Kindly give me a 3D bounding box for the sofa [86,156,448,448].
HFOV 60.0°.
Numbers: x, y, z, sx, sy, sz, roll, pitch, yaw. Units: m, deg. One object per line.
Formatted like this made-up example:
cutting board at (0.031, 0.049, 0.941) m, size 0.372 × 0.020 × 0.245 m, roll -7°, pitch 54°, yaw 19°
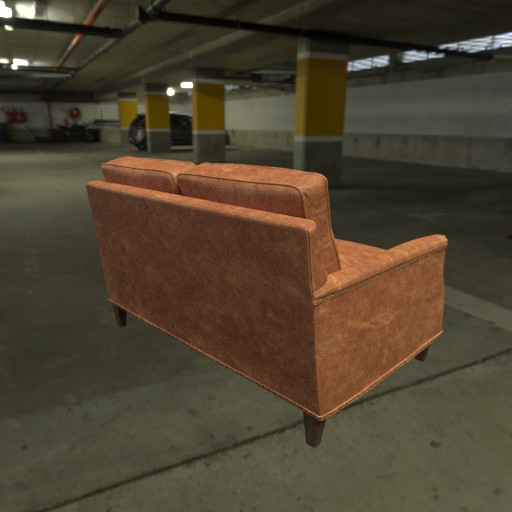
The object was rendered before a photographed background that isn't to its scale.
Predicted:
sofa at (0.000, 0.000, 2.290) m, size 1.084 × 1.003 × 1.597 m, roll -16°, pitch 23°, yaw -43°
